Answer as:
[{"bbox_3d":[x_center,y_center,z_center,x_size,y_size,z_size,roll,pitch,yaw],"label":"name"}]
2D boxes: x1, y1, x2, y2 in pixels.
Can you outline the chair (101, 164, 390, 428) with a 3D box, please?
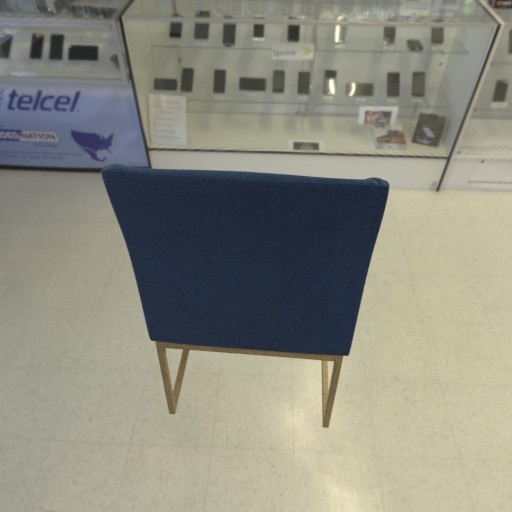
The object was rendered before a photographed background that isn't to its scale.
[{"bbox_3d":[0.000,0.000,1.183,0.508,0.863,0.522,4,46,4],"label":"chair"}]
